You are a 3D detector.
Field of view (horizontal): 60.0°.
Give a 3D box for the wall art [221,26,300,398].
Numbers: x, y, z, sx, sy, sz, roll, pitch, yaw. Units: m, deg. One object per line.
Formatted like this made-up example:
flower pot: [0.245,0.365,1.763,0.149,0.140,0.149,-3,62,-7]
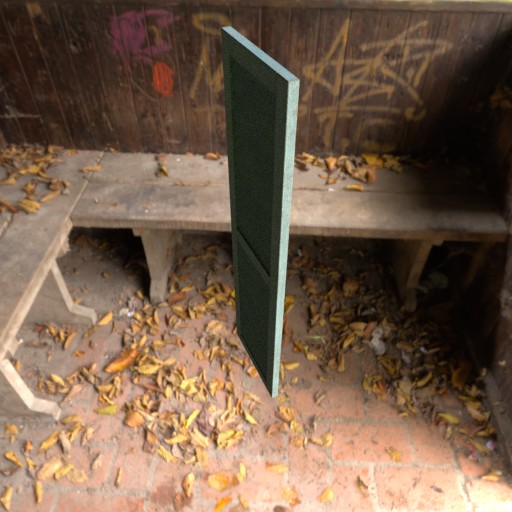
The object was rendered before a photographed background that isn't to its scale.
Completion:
wall art: [0.000,0.000,1.363,0.025,1.219,0.329,-19,48,-18]
